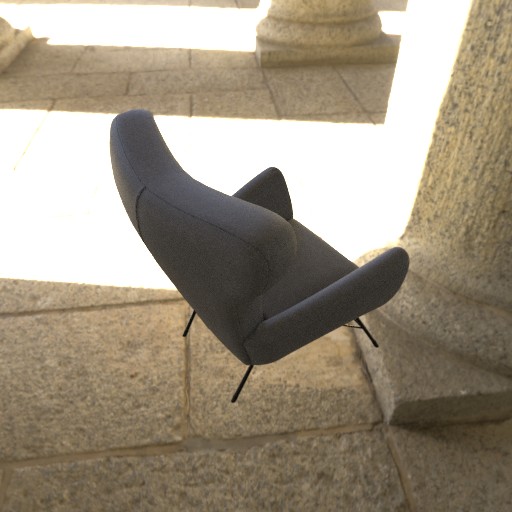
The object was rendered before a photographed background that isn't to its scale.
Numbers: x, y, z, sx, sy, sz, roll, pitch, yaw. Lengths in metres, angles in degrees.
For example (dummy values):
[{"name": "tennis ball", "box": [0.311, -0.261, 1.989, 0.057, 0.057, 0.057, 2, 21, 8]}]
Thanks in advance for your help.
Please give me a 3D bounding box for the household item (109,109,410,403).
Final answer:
[{"name": "household item", "box": [0.000, 0.000, 1.789, 0.900, 1.050, 0.980, -25, 47, -26]}]
